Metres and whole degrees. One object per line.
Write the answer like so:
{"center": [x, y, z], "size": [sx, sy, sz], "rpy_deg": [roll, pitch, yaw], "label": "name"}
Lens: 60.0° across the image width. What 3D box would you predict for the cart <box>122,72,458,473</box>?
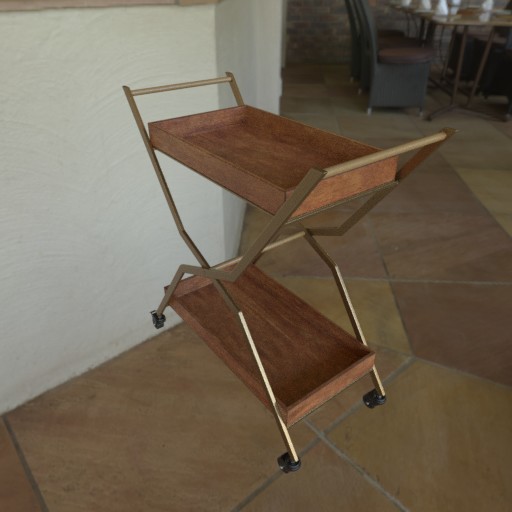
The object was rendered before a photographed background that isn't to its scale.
{"center": [0.000, 0.000, 1.296], "size": [0.405, 0.869, 0.836], "rpy_deg": [-22, 39, -31], "label": "cart"}
